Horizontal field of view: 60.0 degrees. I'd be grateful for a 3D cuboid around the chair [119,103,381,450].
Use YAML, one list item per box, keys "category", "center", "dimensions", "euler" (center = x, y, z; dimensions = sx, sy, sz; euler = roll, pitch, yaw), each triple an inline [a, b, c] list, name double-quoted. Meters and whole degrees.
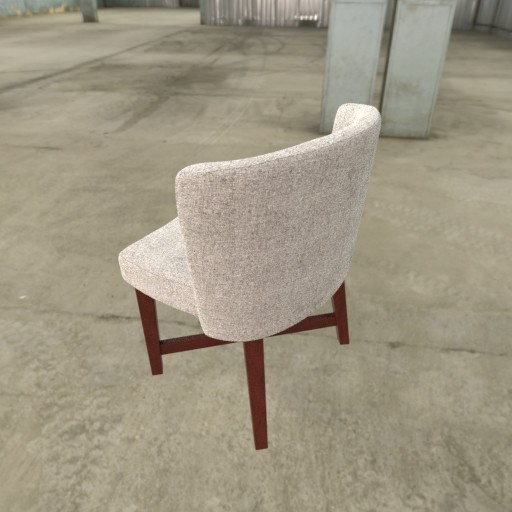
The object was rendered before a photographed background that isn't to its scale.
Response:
- category: "chair"
  center: [0.000, 0.000, 1.300]
  dimensions: [0.575, 0.827, 0.728]
  euler: [20, 36, 30]
